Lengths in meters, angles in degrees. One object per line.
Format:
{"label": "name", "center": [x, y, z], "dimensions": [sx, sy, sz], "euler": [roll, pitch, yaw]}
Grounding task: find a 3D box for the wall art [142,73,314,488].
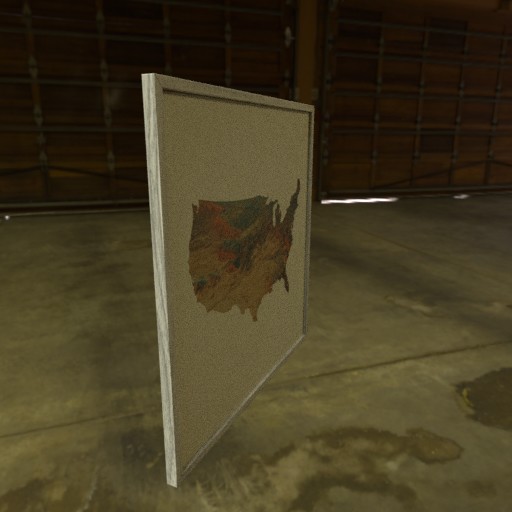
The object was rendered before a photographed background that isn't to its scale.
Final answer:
{"label": "wall art", "center": [0.000, 0.000, 0.740], "dimensions": [0.016, 0.507, 0.508], "euler": [7, 16, 25]}
